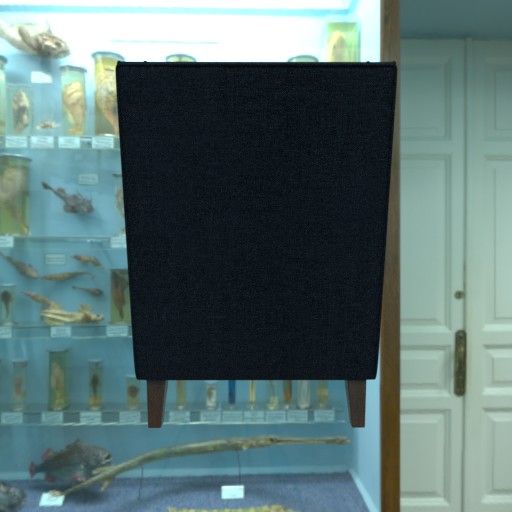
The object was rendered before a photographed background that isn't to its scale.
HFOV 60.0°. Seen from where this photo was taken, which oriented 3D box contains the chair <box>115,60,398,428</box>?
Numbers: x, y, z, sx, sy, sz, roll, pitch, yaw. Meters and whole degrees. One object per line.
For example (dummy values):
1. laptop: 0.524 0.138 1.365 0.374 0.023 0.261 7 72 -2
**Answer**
1. chair: 0.000 0.000 1.651 0.764 1.072 0.947 0 0 0
